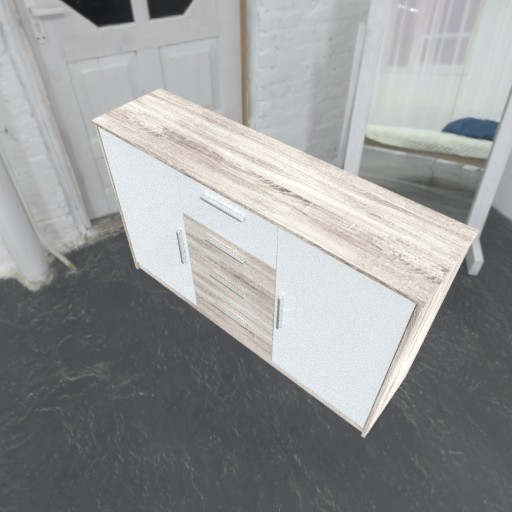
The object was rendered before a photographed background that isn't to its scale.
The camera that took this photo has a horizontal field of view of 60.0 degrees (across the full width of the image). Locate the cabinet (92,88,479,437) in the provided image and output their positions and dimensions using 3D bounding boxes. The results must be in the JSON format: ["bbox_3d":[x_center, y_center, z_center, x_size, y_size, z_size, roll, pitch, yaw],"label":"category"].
[{"bbox_3d":[0.000,0.000,1.892,1.450,0.900,0.380,31,54,27],"label":"cabinet"}]
